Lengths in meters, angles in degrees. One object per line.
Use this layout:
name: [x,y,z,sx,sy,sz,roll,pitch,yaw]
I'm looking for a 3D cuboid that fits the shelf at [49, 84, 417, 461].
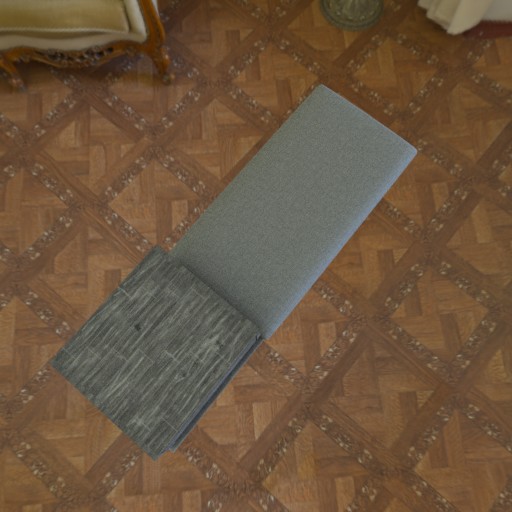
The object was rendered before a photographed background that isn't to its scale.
shelf: [0.000,0.000,1.623,0.457,0.633,1.342,38,78,9]
